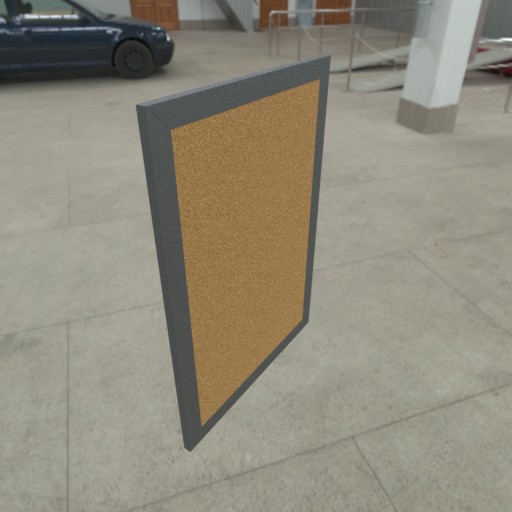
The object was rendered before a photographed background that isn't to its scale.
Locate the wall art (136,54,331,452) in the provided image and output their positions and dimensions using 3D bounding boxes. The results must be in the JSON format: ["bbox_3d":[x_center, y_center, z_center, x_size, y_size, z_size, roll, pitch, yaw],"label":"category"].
[{"bbox_3d":[0.000,0.000,0.692,0.013,0.534,0.380,21,38,29],"label":"wall art"}]
